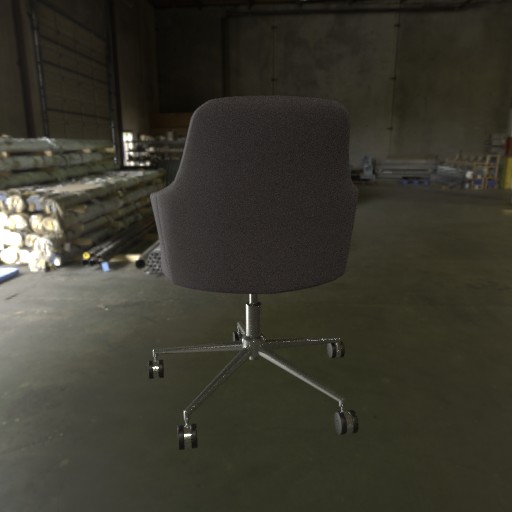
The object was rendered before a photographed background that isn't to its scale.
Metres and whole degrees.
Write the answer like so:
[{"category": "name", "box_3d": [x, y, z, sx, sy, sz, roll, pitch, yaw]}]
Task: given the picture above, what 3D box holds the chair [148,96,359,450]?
[{"category": "chair", "box_3d": [0.000, 0.000, 1.273, 0.655, 0.820, 0.600, -3, 15, -10]}]
